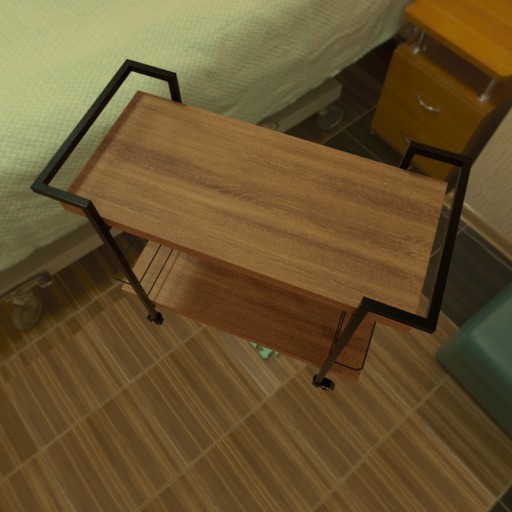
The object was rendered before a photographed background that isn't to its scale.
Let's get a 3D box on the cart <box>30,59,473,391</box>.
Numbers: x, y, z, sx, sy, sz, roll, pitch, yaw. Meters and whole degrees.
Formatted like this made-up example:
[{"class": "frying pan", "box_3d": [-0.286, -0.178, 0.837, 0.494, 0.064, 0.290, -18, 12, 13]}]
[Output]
[{"class": "cart", "box_3d": [0.000, 0.000, 1.236, 0.806, 0.762, 0.406, 19, 65, 9]}]
